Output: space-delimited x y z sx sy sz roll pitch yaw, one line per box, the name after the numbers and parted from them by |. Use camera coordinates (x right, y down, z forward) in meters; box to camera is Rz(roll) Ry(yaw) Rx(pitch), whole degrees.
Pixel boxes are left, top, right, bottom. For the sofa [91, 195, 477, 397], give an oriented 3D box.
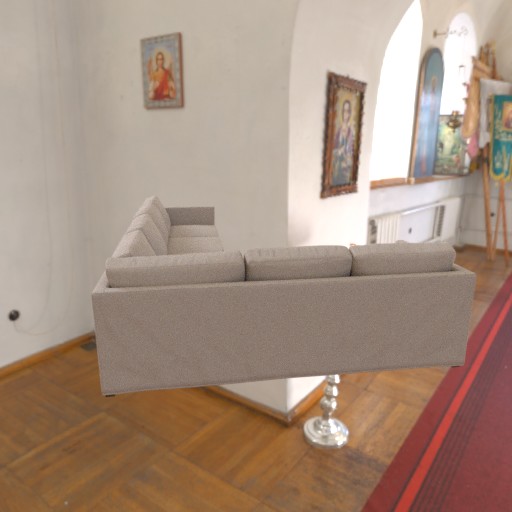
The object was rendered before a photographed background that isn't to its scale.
0.000 0.000 4.269 2.432 0.871 3.182 -2 15 -9 | sofa
